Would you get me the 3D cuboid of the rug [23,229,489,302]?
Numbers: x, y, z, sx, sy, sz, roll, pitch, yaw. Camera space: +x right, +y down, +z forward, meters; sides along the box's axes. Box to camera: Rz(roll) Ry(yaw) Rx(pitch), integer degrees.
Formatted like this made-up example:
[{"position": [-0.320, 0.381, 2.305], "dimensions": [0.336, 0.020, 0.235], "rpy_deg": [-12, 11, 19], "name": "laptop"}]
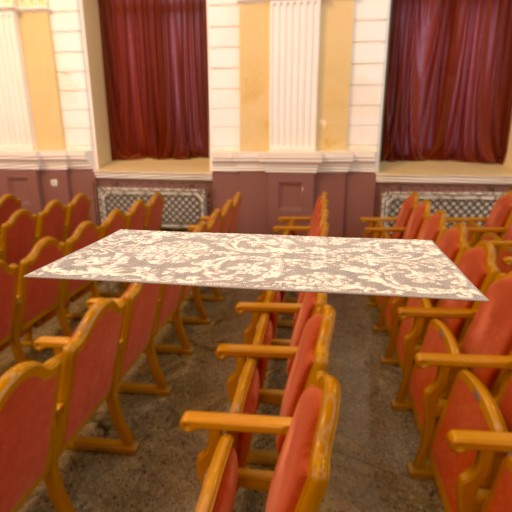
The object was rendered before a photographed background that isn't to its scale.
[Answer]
[{"position": [0.000, 0.000, 1.432], "dimensions": [1.219, 0.007, 0.604], "rpy_deg": [2, 16, 8], "name": "rug"}]
